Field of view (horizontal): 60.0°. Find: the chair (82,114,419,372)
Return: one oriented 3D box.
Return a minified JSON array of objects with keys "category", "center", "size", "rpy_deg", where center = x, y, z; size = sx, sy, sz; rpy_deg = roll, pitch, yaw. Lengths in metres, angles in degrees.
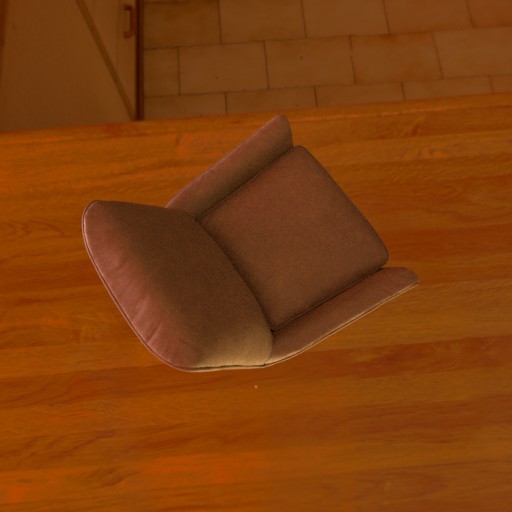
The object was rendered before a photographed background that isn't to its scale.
[{"category":"chair","center":[0.000,0.000,1.523],"size":[0.824,0.888,0.787],"rpy_deg":[-34,76,-9]}]
